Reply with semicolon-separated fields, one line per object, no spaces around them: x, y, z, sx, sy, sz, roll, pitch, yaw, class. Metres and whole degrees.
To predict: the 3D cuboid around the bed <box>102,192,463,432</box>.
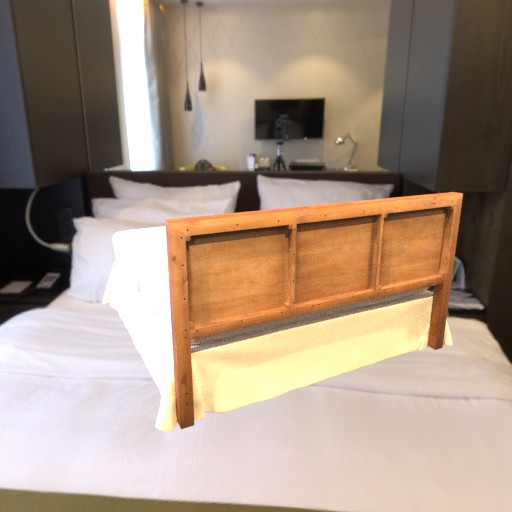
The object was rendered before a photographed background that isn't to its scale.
0.000;0.000;3.587;2.255;1.158;2.165;-8;18;-26;bed
